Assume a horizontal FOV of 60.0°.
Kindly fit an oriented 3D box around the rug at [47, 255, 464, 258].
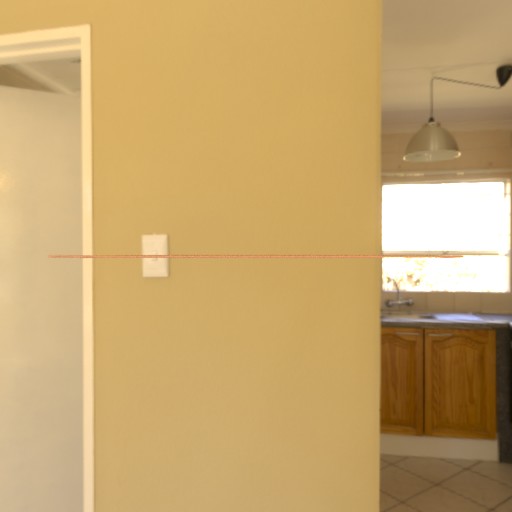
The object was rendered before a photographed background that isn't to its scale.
[{"bbox_3d":[0.000,0.000,4.147,2.479,0.023,3.092,0,0,0],"label":"rug"}]
